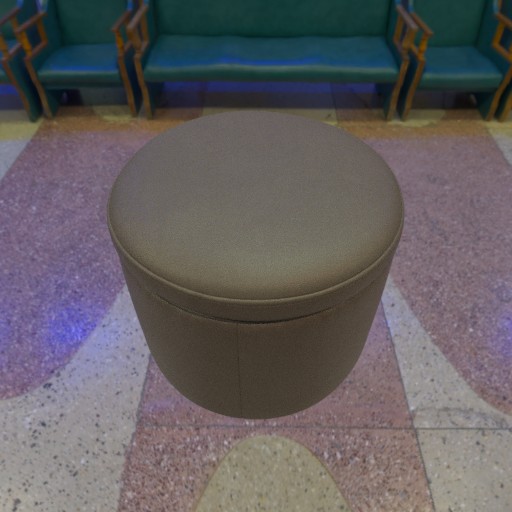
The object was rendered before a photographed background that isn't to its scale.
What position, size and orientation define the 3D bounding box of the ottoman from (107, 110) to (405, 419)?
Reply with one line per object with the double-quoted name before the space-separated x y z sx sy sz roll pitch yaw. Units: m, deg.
"ottoman" 0.000 0.000 0.875 0.500 0.409 0.500 0 47 0
